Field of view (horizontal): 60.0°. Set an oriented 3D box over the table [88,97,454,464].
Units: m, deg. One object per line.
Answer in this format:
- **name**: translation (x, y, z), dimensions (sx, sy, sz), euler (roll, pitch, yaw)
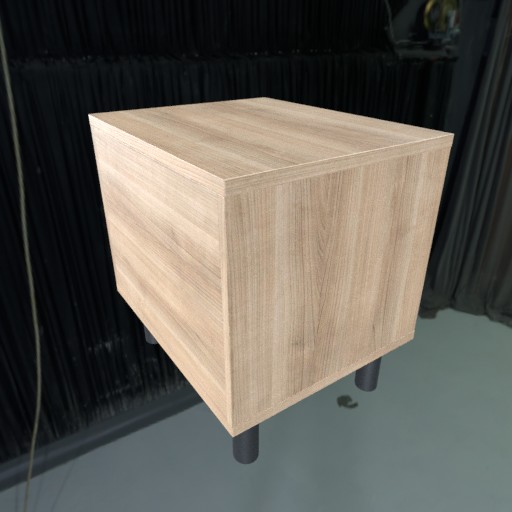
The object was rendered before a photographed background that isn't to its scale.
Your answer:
- **table**: translation (0.000, 0.000, 0.784), dimensions (0.380, 0.460, 0.445), euler (-17, 32, -30)
